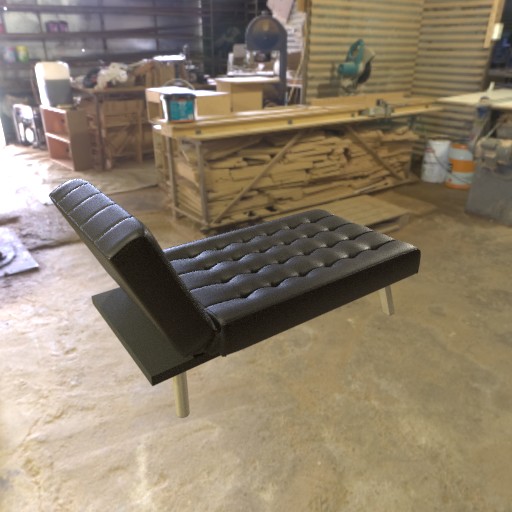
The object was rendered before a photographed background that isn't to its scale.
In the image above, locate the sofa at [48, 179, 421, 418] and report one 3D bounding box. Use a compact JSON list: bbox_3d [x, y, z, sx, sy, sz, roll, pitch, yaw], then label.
[{"bbox_3d":[0.000,0.000,2.096,1.560,0.820,0.760,-17,31,-32],"label":"sofa"}]
